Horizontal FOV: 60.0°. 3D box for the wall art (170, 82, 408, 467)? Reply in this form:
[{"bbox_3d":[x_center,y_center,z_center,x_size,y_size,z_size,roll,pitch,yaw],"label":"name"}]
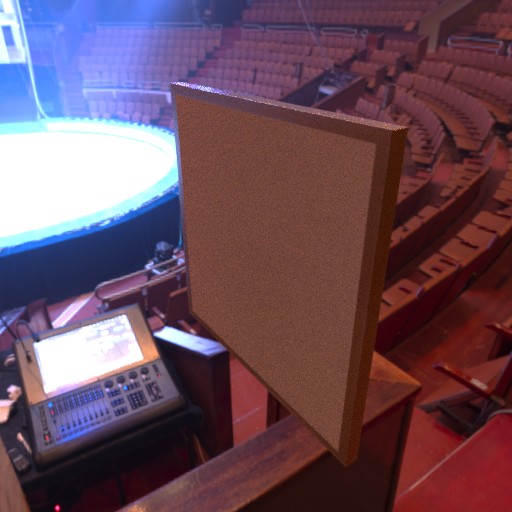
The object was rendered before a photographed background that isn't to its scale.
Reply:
[{"bbox_3d":[0.000,0.000,1.127,0.037,0.760,0.762,-18,33,-31],"label":"wall art"}]
